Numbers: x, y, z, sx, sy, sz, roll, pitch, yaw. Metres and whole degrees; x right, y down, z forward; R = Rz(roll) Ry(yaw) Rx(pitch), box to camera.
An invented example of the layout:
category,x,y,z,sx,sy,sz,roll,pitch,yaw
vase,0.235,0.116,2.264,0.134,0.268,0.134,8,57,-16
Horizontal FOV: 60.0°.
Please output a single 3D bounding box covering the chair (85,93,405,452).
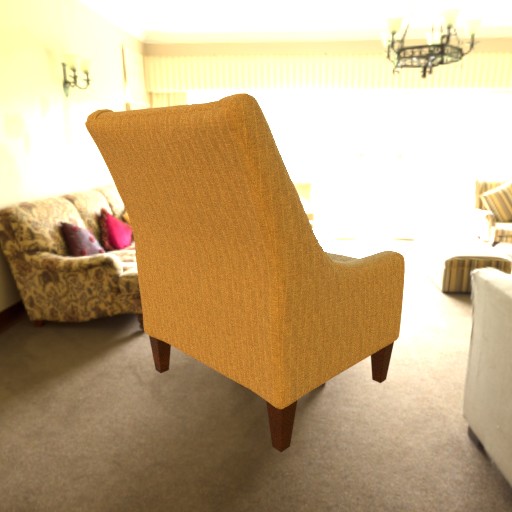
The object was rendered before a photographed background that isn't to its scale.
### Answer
category,x,y,z,sx,sy,sz,roll,pitch,yaw
chair,0.000,0.000,1.613,0.870,1.014,0.774,-14,20,-43
